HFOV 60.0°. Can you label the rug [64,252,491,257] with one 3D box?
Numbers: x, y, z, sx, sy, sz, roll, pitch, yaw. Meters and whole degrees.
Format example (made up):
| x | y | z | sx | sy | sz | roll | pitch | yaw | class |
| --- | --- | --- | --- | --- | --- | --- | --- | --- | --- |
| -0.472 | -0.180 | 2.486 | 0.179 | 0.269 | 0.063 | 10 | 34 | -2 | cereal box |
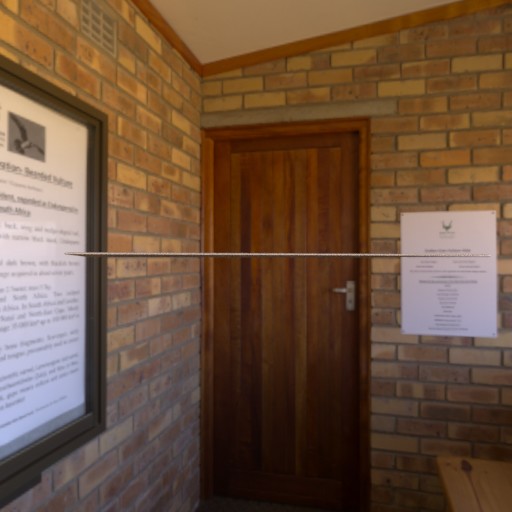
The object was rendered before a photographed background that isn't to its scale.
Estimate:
| x | y | z | sx | sy | sz | roll | pitch | yaw | class |
| --- | --- | --- | --- | --- | --- | --- | --- | --- | --- |
| 0.000 | 0.000 | 4.018 | 2.980 | 0.012 | 2.363 | 0 | -1 | -18 | rug |
